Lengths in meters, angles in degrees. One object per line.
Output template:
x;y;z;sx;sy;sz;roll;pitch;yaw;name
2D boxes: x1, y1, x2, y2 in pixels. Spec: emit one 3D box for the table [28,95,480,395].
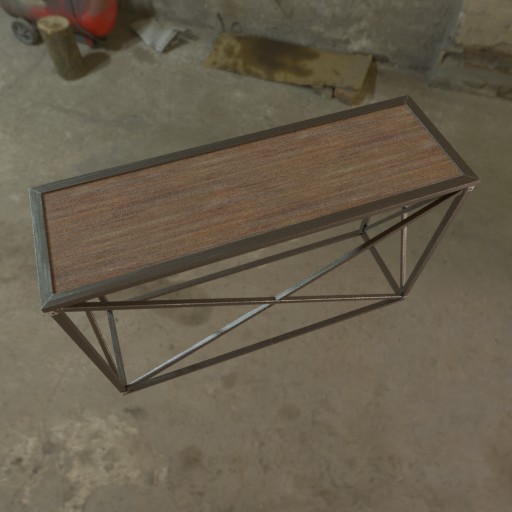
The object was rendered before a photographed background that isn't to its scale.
0.000;0.000;1.569;1.216;0.753;0.402;-17;59;-10;table
